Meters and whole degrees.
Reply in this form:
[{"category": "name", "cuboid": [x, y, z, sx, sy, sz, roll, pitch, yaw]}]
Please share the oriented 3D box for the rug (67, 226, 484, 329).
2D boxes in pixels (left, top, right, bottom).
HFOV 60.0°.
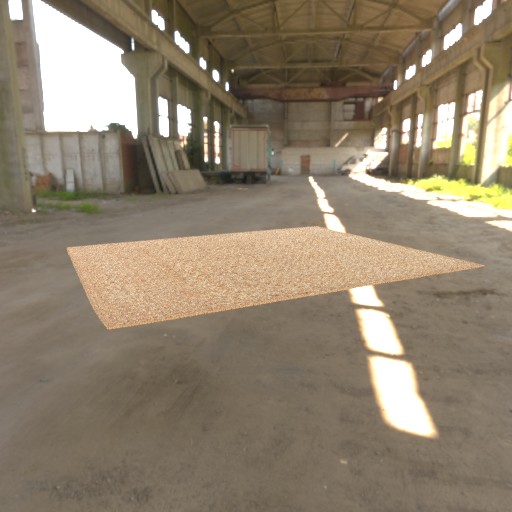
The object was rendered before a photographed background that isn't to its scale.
[{"category": "rug", "cuboid": [0.000, 0.000, 4.046, 3.048, 0.013, 2.439, -6, 14, -27]}]
